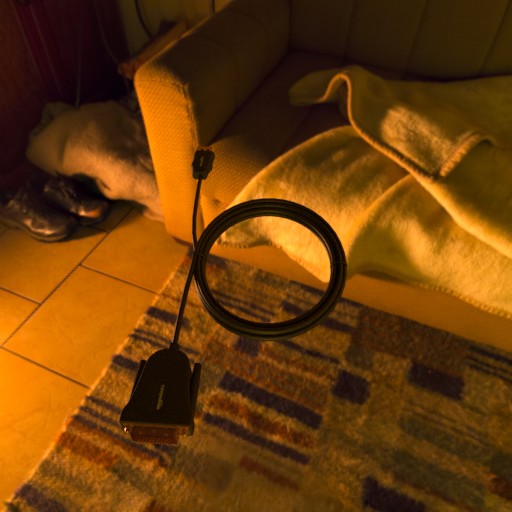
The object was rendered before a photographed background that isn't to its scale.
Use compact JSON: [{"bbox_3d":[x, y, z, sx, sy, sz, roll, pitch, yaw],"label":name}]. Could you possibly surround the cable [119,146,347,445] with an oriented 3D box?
[{"bbox_3d":[0.000,0.000,0.335,0.136,0.015,0.281,3,47,2],"label":"cable"}]
